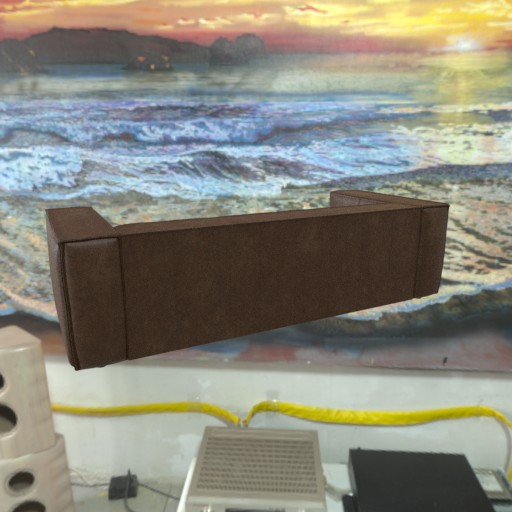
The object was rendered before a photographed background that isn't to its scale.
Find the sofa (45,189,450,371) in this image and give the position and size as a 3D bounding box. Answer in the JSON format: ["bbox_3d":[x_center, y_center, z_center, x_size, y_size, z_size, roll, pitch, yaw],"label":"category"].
[{"bbox_3d":[0.000,0.000,3.063,2.581,0.701,1.102,-7,16,-26],"label":"sofa"}]
